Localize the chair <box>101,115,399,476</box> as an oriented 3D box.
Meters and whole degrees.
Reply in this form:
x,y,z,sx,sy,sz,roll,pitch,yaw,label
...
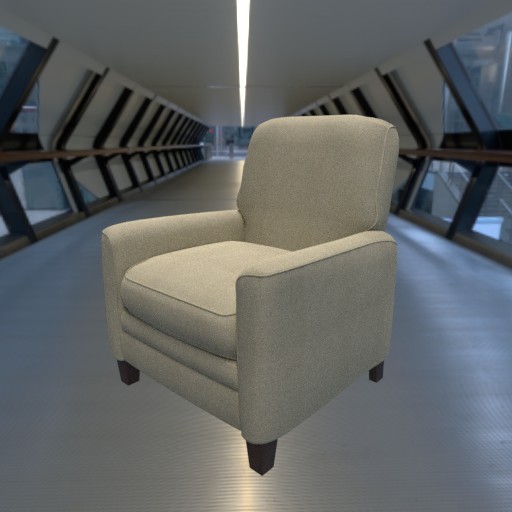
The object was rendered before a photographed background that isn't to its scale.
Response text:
x,y,z,sx,sy,sz,roll,pitch,yaw,label
0.000,0.000,1.633,0.850,1.006,0.853,14,20,41,chair
